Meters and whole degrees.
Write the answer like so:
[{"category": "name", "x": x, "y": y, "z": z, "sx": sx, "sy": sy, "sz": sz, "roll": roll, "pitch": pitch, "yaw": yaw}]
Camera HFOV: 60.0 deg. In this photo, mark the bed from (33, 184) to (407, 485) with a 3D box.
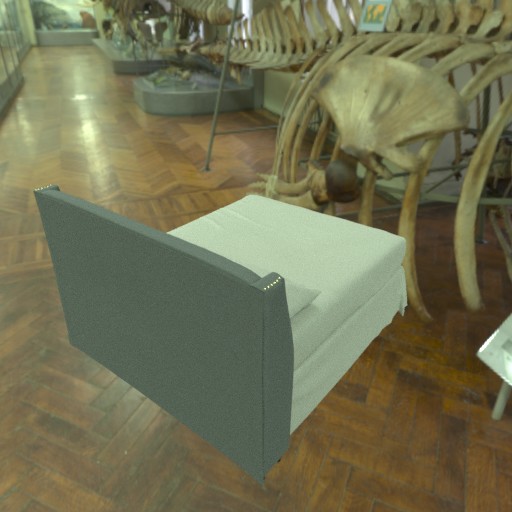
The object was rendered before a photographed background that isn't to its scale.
[{"category": "bed", "x": 0.000, "y": 0.000, "z": 3.414, "sx": 1.925, "sy": 1.332, "sz": 2.276, "roll": 21, "pitch": 35, "yaw": 33}]
